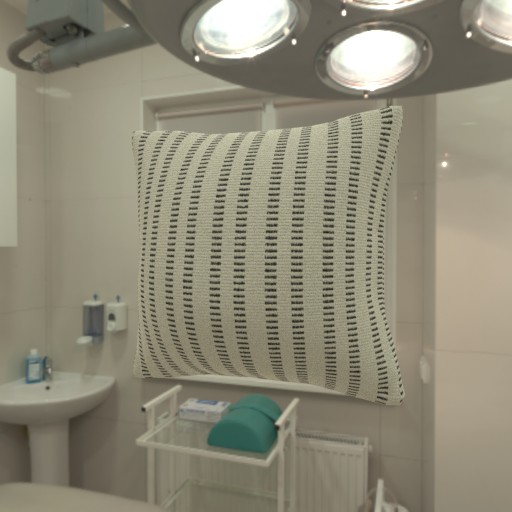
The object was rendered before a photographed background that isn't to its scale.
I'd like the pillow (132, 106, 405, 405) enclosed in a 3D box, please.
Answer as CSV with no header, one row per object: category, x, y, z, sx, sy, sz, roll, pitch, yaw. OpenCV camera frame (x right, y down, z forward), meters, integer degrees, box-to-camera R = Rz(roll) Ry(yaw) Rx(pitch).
pillow,0.000,0.000,0.684,0.438,0.419,0.247,0,1,18
